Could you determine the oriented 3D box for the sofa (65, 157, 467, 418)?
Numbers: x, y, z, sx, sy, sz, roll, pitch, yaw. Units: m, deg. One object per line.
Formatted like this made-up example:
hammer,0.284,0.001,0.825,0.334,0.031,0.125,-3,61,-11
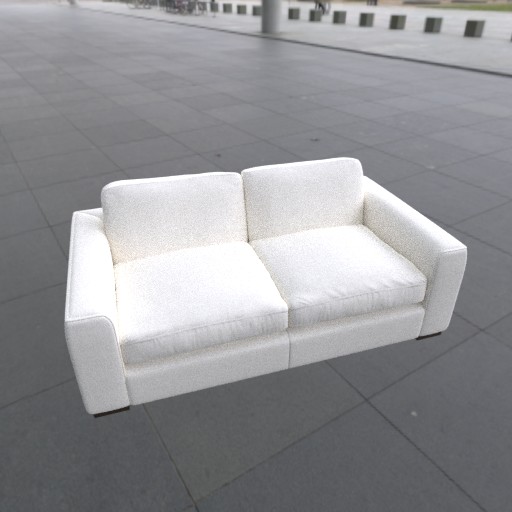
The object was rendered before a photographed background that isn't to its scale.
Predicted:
sofa,0.000,0.000,2.443,1.920,0.801,1.069,-9,33,-15
